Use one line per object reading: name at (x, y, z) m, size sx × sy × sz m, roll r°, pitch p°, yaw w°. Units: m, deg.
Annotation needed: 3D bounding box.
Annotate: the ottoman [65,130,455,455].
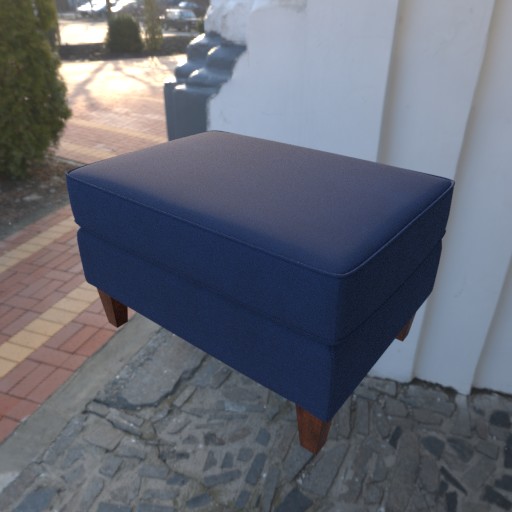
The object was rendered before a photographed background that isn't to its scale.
ottoman at (0.000, 0.000, 1.400) m, size 0.965 × 0.584 × 0.686 m, roll 21°, pitch 36°, yaw 33°
